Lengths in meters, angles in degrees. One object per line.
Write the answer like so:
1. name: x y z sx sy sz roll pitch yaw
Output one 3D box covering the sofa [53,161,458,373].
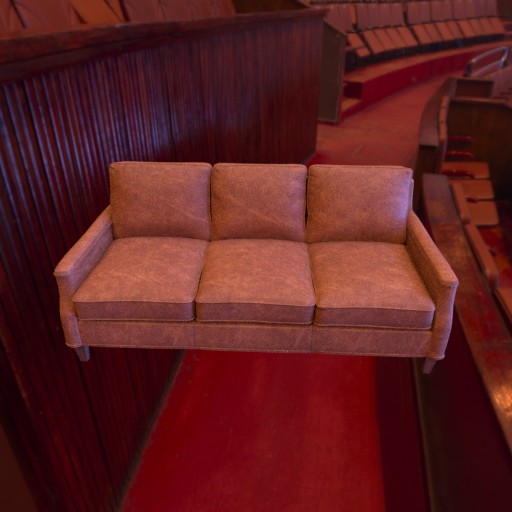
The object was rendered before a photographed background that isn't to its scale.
1. sofa: 0.000 0.000 2.888 2.246 1.003 1.084 1 30 2
